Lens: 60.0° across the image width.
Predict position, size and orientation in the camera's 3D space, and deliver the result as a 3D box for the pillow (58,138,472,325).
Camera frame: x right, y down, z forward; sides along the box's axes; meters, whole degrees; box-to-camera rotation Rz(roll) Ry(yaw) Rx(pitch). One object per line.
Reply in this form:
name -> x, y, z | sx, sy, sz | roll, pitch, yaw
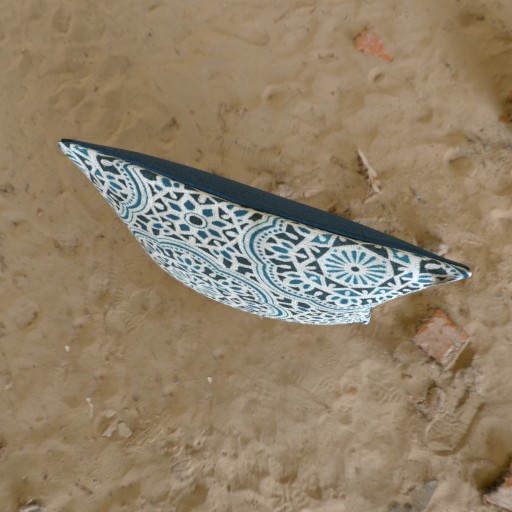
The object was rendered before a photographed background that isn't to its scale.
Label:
pillow -> 0.000, 0.000, 0.637 | 0.440, 0.420, 0.145 | 18, 76, 5
